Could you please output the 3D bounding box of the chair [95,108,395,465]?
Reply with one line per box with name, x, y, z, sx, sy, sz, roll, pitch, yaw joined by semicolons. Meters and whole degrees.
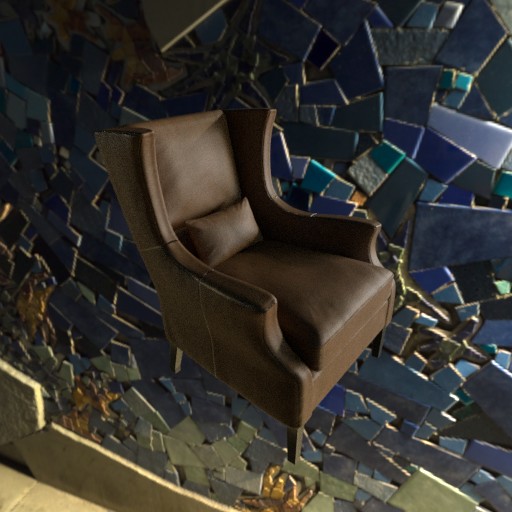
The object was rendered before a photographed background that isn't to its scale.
chair;0.000;0.000;1.740;0.925;1.016;0.852;18;31;33
